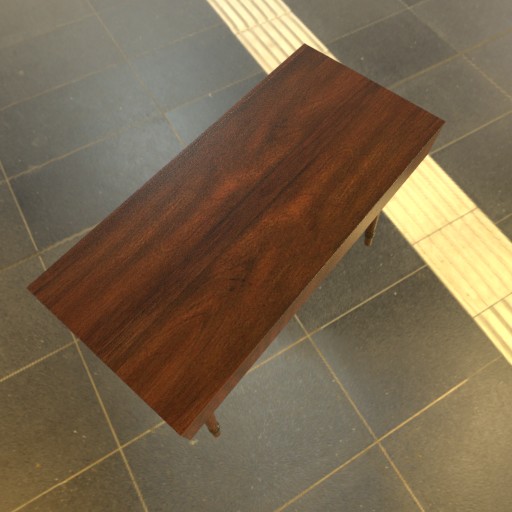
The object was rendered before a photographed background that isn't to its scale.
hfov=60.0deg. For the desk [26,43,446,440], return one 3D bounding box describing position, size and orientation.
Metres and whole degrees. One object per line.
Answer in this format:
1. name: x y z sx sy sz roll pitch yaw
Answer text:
1. desk: 0.000 0.000 2.138 0.734 1.031 1.577 37 70 16
